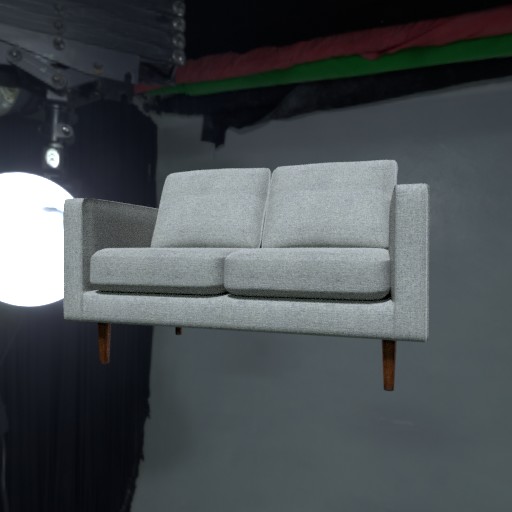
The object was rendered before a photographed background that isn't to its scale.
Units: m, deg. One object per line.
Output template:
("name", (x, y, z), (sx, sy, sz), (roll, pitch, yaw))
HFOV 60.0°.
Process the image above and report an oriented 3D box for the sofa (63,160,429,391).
("sofa", (0.000, 0.000, 2.159), (1.527, 0.973, 0.969), (0, 1, 18))
